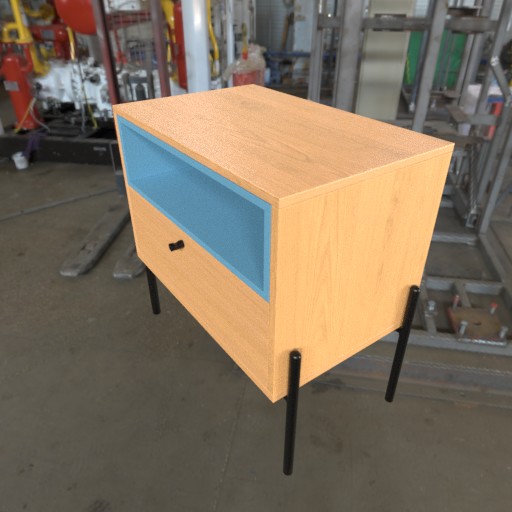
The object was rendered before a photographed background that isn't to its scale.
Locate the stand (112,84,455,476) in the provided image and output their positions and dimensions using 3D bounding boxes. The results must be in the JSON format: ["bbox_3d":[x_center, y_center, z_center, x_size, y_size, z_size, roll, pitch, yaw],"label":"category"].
[{"bbox_3d":[0.000,0.000,1.004,0.400,0.600,0.630,-21,38,-30],"label":"stand"}]
